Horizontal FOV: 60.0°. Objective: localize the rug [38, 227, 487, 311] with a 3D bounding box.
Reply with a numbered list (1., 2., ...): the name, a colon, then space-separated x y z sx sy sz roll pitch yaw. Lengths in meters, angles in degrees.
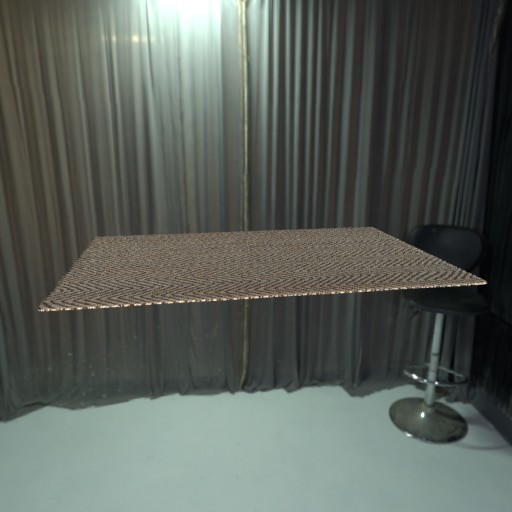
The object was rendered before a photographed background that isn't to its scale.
1. rug: 0.000 0.000 2.328 1.828 0.008 1.219 -3 16 -9
